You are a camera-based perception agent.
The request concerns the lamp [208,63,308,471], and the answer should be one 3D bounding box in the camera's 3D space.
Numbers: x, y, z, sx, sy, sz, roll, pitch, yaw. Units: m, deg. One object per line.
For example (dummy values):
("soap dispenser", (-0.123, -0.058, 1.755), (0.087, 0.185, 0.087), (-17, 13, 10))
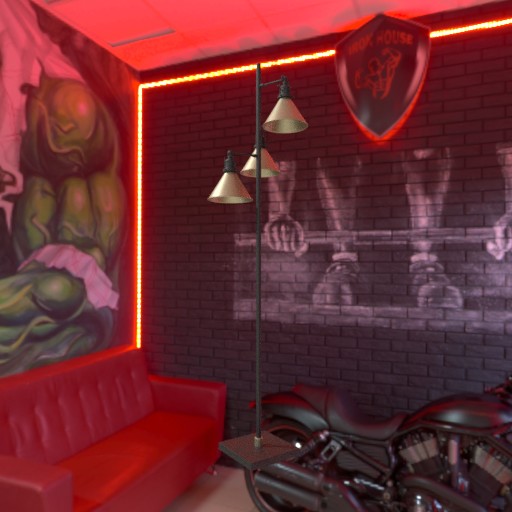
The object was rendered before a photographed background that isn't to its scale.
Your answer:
("lamp", (0.000, 0.000, 1.933), (0.415, 1.716, 0.428), (1, -1, -36))
